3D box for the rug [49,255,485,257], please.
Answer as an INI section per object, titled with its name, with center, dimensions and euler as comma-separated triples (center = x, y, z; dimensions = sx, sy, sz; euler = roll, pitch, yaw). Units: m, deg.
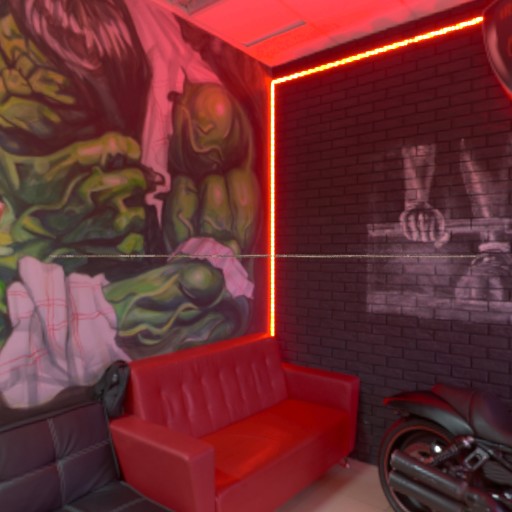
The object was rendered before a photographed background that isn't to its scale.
[rug]
center = 0.000, 0.000, 2.187
dimensions = 1.748, 0.010, 1.142
euler = 0, 0, -19
